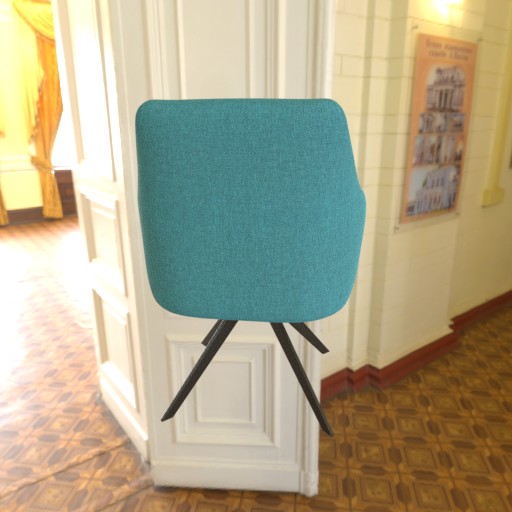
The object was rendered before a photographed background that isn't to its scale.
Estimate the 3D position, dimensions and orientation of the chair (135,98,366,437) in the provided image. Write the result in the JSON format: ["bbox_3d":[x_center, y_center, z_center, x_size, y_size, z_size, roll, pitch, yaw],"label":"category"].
[{"bbox_3d":[0.000,0.000,1.343,0.642,0.874,0.677,2,17,7],"label":"chair"}]
